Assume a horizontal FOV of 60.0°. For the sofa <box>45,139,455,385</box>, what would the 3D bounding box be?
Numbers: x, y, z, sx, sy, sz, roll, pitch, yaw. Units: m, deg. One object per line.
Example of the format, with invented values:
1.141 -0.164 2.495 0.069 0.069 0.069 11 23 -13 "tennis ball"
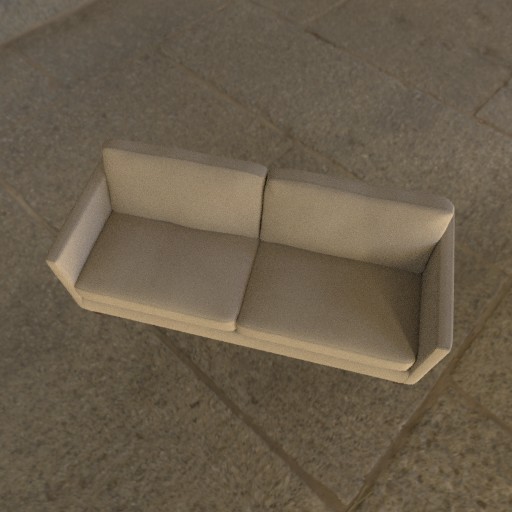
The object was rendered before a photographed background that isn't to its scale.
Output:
0.000 0.000 2.701 2.181 0.932 0.948 12 59 7 "sofa"
